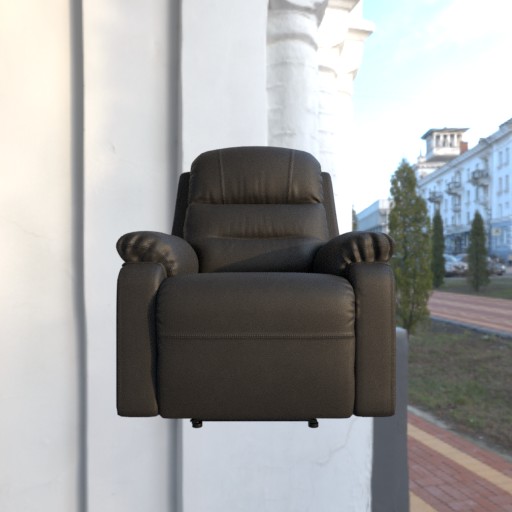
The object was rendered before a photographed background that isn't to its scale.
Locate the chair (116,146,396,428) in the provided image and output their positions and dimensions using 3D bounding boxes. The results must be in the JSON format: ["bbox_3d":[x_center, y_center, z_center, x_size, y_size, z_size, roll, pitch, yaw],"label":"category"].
[{"bbox_3d":[0.000,0.000,1.659,0.855,0.992,0.919,0,0,0],"label":"chair"}]
